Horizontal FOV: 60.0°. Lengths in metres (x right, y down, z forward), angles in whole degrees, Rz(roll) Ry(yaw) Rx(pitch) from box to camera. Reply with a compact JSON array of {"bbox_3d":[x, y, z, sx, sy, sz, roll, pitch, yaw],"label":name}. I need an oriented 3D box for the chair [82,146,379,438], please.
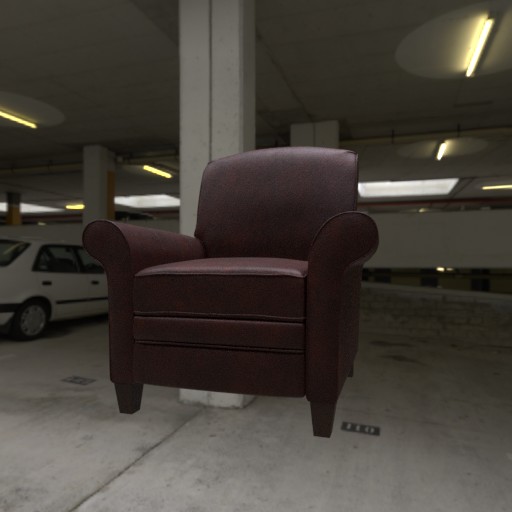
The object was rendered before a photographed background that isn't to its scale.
[{"bbox_3d":[0.000,0.000,1.781,0.978,1.061,0.902,0,0,17],"label":"chair"}]
